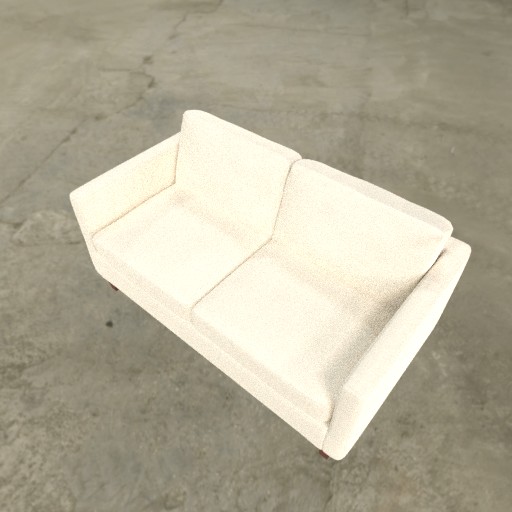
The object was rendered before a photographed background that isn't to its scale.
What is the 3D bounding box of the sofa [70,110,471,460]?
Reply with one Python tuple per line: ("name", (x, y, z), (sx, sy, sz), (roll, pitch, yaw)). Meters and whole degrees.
("sofa", (0.000, 0.000, 2.225), (1.702, 0.888, 0.964), (31, 54, 27))
